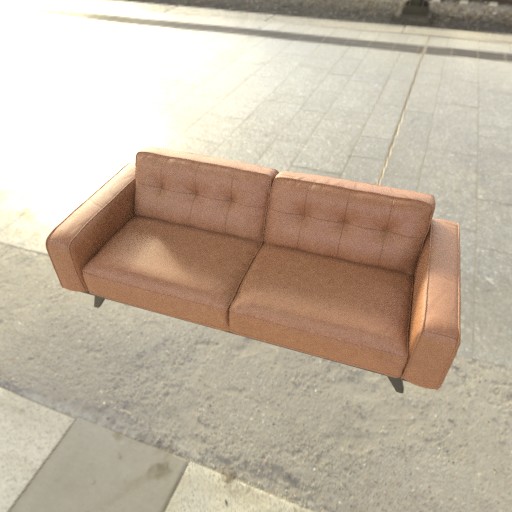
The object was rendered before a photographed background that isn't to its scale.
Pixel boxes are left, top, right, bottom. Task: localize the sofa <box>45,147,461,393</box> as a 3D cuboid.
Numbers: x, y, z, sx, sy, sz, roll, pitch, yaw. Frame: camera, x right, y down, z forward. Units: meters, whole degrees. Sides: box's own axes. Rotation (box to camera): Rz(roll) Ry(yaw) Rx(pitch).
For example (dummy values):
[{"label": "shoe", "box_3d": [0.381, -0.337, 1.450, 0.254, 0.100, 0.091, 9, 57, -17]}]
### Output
[{"label": "sofa", "box_3d": [0.000, 0.000, 2.684, 2.270, 0.780, 0.953, 13, 43, 14]}]
